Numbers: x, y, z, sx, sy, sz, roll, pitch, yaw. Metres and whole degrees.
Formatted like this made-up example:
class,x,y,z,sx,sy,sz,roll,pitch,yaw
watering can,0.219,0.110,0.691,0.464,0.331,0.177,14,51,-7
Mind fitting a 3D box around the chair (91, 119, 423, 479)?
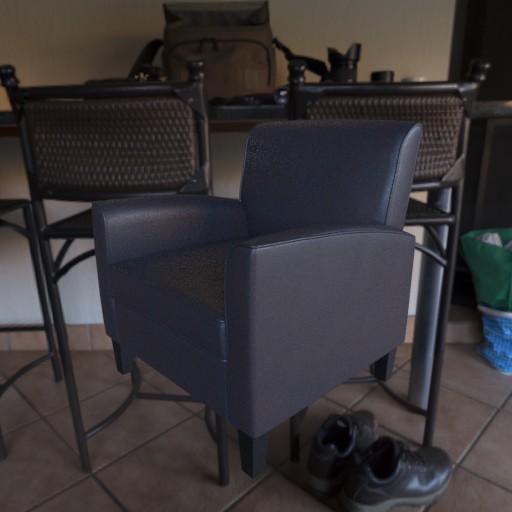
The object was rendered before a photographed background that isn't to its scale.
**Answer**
class,x,y,z,sx,sy,sz,roll,pitch,yaw
chair,0.000,0.000,1.544,0.819,0.916,0.820,-15,22,-42
